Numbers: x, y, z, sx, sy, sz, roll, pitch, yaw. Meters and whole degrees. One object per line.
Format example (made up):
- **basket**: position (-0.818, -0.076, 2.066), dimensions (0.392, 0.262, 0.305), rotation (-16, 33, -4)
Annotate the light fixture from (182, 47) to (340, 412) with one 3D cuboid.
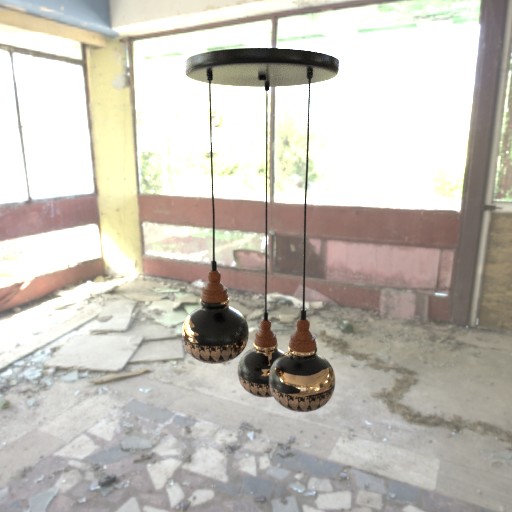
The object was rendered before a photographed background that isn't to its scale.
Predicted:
- **light fixture**: position (0.000, 0.000, 1.750), dimensions (0.605, 1.410, 0.608), rotation (-7, 15, -27)
